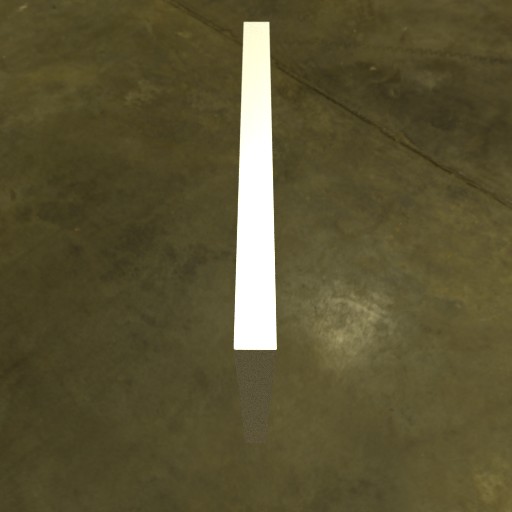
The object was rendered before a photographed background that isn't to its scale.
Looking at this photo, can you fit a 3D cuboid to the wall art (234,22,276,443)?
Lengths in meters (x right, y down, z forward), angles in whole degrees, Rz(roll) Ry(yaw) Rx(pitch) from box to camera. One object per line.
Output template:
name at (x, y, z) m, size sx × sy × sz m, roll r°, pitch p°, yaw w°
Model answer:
wall art at (0.000, 0.000, 0.742) m, size 0.038 × 0.506 × 0.506 m, roll 0°, pitch 58°, yaw 0°
